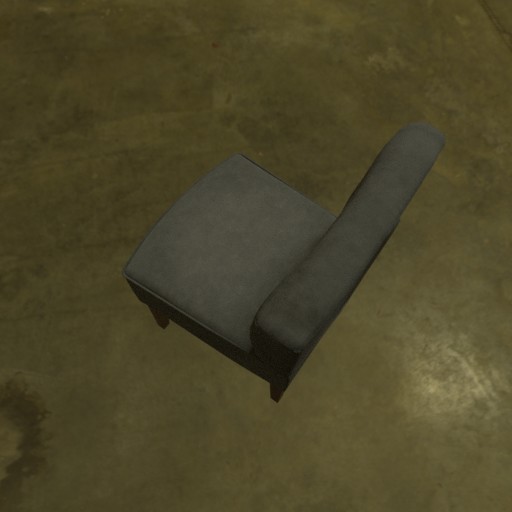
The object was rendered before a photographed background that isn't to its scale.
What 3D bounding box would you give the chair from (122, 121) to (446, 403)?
[{"bbox_3d":[0.000,0.000,1.159,0.554,0.806,0.521,33,67,16],"label":"chair"}]
